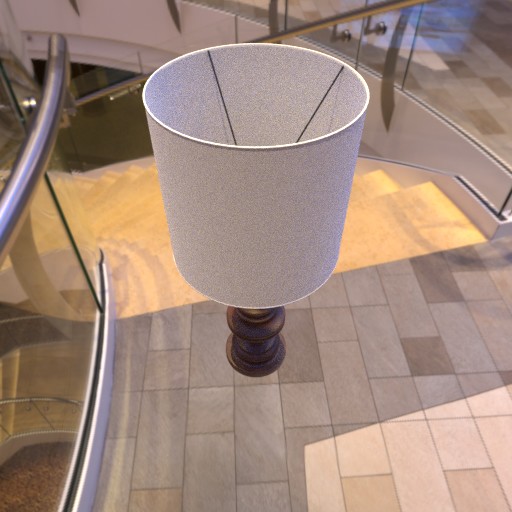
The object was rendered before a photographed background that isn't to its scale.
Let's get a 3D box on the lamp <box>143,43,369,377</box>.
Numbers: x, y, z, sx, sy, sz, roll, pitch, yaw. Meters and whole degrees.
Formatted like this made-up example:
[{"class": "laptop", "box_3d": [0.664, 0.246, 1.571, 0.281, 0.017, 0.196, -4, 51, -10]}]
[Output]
[{"class": "lamp", "box_3d": [0.000, 0.000, 0.577, 0.208, 0.455, 0.208, 32, 54, 27]}]
